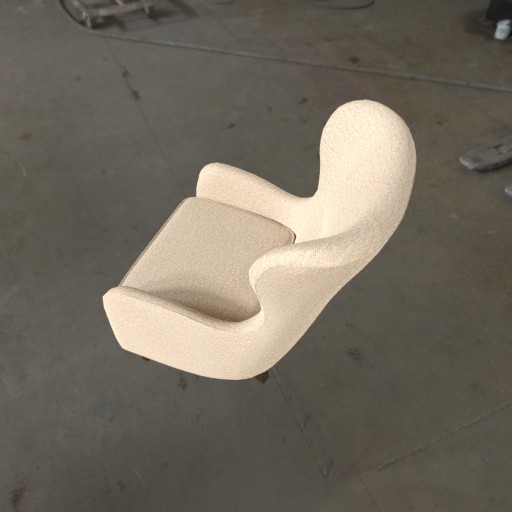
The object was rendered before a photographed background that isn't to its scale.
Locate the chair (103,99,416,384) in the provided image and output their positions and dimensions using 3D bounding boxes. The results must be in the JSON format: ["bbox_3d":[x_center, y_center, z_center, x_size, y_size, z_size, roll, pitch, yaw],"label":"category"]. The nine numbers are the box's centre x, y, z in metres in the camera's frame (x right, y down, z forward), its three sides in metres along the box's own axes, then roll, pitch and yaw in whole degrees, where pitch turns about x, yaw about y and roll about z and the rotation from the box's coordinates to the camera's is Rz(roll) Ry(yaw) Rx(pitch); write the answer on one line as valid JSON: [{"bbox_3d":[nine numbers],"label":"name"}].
[{"bbox_3d":[0.000,0.000,1.779,0.984,1.064,0.861,16,49,14],"label":"chair"}]
